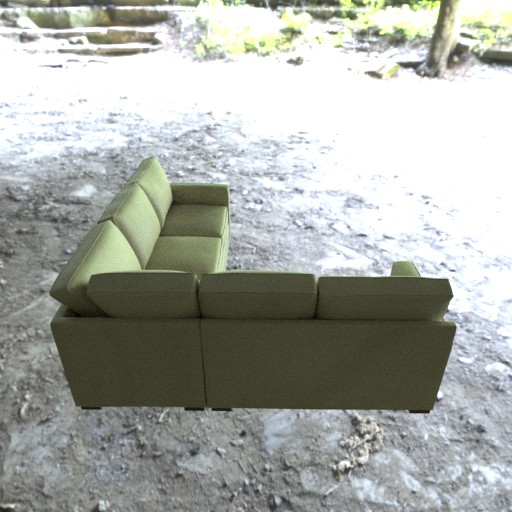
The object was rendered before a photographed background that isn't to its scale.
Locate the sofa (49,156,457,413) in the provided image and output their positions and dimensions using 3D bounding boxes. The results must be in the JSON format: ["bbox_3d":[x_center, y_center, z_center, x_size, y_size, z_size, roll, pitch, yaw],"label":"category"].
[{"bbox_3d":[0.000,0.000,3.397,2.182,0.939,2.189,0,31,1],"label":"sofa"}]
